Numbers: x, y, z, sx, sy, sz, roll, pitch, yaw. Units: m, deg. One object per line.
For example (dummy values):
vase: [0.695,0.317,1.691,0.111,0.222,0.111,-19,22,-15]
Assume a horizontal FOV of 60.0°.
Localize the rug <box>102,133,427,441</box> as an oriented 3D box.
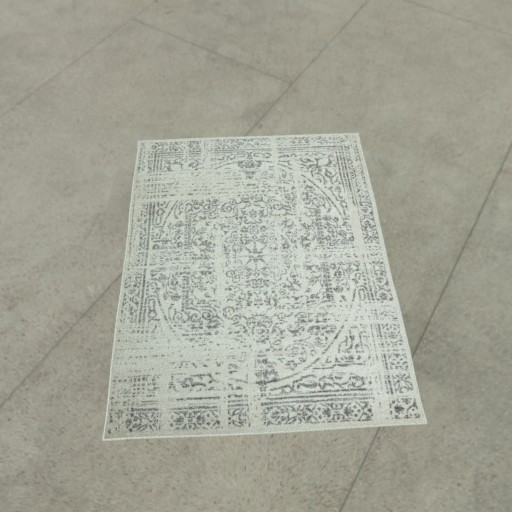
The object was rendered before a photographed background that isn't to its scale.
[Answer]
rug: [0.000,0.000,3.869,2.311,0.032,2.921,-2,59,-1]
